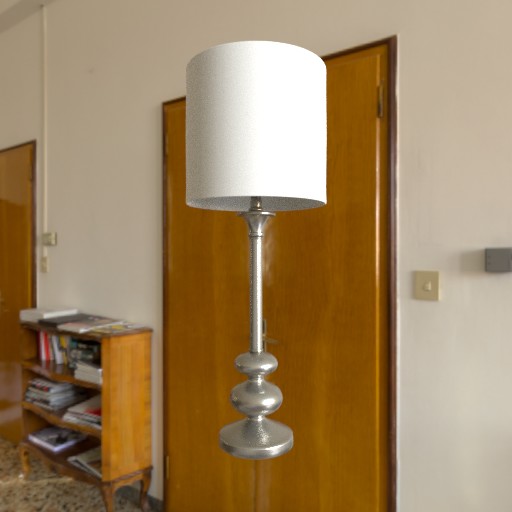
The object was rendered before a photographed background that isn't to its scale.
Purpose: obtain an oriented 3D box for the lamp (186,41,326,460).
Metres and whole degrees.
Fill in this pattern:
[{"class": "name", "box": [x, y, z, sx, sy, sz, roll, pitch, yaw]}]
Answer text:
[{"class": "lamp", "box": [0.000, 0.000, 0.813, 0.254, 0.690, 0.254, 0, 0, 0]}]
